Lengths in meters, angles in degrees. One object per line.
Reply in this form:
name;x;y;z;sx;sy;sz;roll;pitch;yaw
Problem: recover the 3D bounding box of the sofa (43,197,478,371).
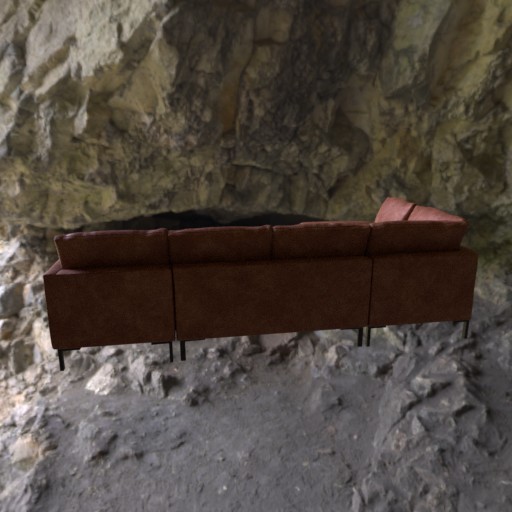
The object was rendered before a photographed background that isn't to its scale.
sofa;0.000;0.000;3.860;2.956;0.900;1.939;-3;15;-9
